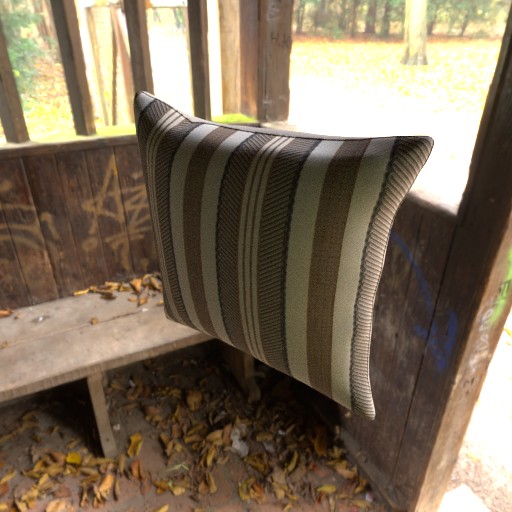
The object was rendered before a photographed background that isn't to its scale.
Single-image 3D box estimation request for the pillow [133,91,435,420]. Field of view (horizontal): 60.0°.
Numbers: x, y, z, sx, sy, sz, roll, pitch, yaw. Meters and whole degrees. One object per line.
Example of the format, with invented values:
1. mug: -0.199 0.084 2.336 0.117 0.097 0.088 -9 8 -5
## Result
1. pillow: 0.000 0.000 0.622 0.416 0.401 0.173 20 35 30
